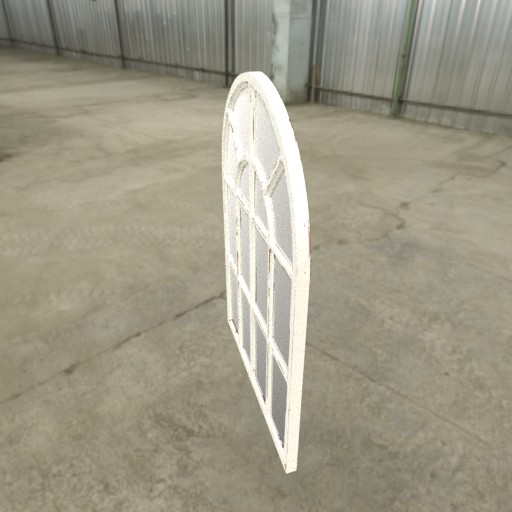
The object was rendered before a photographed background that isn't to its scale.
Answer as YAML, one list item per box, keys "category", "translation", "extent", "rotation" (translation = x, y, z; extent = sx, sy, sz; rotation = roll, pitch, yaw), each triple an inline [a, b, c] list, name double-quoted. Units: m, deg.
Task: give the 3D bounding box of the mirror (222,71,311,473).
- category: "mirror"
  translation: [0.000, 0.000, 1.193]
  extent: [0.032, 0.920, 0.660]
  rotation: [-8, 30, -14]
